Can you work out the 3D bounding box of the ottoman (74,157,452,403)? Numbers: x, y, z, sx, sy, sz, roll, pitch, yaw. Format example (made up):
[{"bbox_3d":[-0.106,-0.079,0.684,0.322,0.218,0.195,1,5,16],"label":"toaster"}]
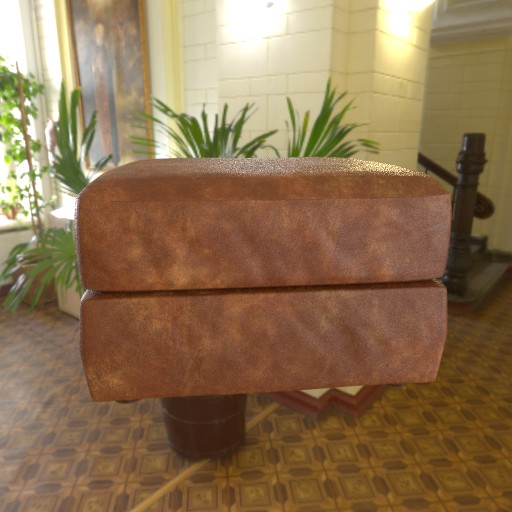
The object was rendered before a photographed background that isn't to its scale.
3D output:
[{"bbox_3d":[0.000,0.000,1.122,0.751,0.476,0.603,-2,16,-6],"label":"ottoman"}]
